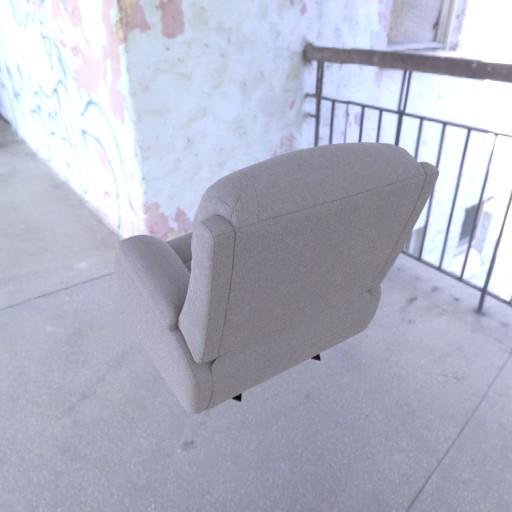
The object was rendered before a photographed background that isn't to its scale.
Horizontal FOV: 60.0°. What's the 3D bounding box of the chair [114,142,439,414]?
[{"bbox_3d":[0.000,0.000,1.756,0.930,1.011,0.899,-18,34,-29],"label":"chair"}]
